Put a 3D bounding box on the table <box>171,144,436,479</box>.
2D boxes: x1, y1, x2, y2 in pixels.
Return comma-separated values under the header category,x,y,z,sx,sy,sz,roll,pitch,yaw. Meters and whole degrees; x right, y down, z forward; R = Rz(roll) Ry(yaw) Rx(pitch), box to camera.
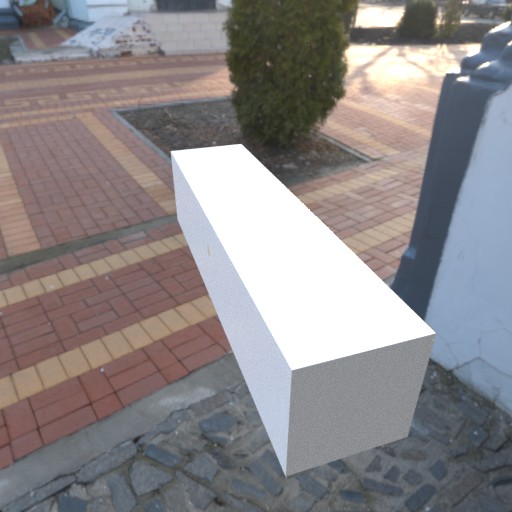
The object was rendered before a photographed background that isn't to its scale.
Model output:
category,x,y,z,sx,sy,sz,roll,pitch,yaw
table,0.000,0.000,1.828,0.390,0.420,1.650,-10,33,-16
